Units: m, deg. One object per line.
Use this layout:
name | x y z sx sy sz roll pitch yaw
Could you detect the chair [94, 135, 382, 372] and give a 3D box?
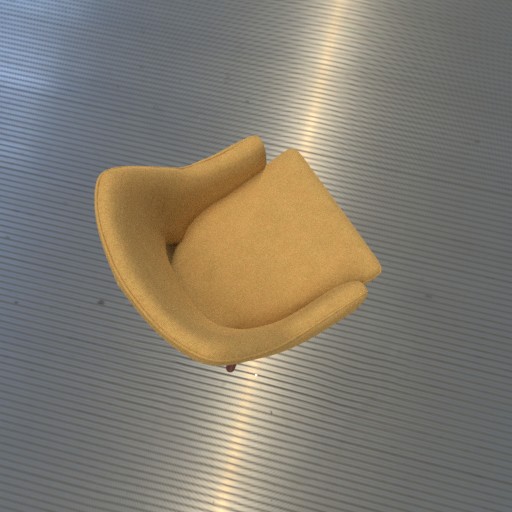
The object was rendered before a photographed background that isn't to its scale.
chair | 0.000 0.000 1.242 0.605 0.849 0.548 -31 77 -8
